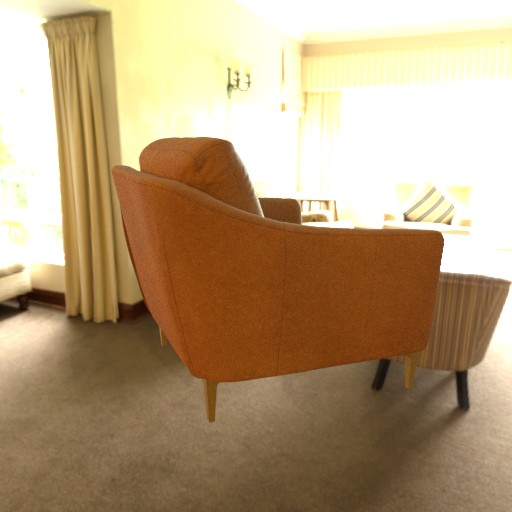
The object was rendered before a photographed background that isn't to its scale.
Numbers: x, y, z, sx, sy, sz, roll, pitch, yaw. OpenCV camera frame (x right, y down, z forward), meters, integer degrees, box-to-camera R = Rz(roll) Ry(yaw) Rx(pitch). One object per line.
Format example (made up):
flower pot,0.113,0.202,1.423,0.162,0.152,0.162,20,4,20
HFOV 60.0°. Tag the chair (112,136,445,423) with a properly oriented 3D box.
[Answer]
chair,0.000,0.000,1.727,0.963,0.895,0.988,-7,16,-25
